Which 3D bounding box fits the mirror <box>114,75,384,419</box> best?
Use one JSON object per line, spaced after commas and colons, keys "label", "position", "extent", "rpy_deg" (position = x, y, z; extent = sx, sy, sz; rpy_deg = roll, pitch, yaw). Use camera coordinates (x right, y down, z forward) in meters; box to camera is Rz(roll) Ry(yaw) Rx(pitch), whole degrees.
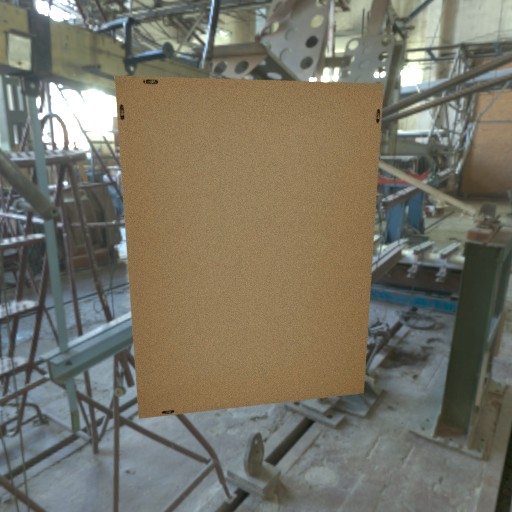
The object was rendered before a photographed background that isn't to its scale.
{"label": "mirror", "position": [0.000, 0.000, 1.367], "extent": [0.762, 1.016, 0.040], "rpy_deg": [-3, 14, -11]}
